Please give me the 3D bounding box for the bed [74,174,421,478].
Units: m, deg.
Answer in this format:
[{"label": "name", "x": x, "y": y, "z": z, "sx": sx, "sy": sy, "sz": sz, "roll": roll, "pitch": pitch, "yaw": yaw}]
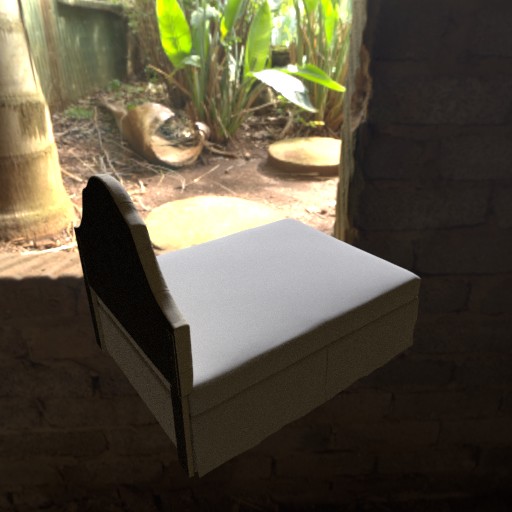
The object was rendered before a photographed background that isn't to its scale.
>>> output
[{"label": "bed", "x": 0.000, "y": 0.000, "z": 3.263, "sx": 2.092, "sy": 1.575, "sz": 1.627, "roll": -19, "pitch": 33, "yaw": -32}]
